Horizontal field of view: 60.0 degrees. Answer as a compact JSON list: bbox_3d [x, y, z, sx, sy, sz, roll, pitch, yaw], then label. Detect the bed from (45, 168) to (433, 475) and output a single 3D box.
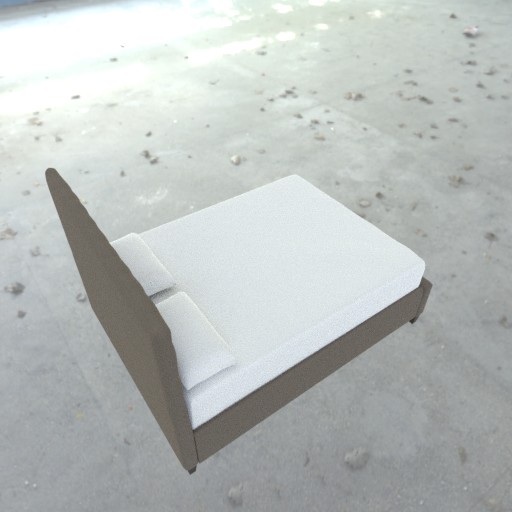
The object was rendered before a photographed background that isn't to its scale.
[{"bbox_3d":[0.000,0.000,3.312,2.233,1.426,1.696,-25,47,-26],"label":"bed"}]
